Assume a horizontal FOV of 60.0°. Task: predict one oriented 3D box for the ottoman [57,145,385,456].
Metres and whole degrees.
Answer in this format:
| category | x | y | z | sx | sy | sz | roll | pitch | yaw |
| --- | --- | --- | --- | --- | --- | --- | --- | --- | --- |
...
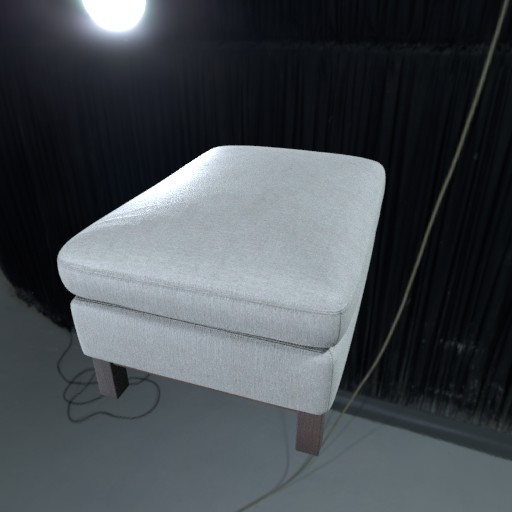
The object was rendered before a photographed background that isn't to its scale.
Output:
| category | x | y | z | sx | sy | sz | roll | pitch | yaw |
| --- | --- | --- | --- | --- | --- | --- | --- | --- | --- |
| ottoman | 0.000 | 0.000 | 1.052 | 0.528 | 0.404 | 0.735 | 9 | 30 | 16 |
